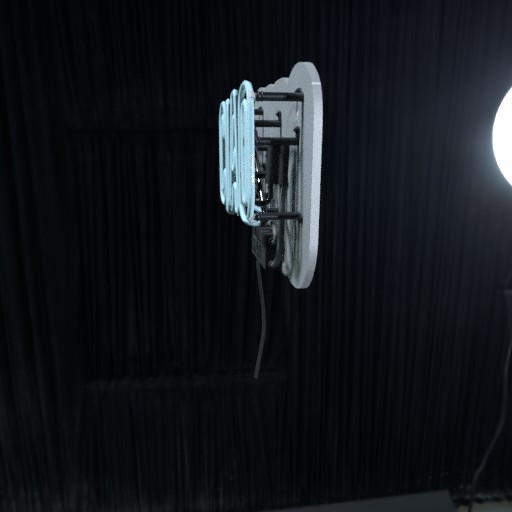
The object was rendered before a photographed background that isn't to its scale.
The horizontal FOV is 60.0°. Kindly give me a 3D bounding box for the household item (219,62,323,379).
[{"bbox_3d":[0.000,0.000,0.389,0.042,0.294,0.211,-3,14,-10],"label":"household item"}]
